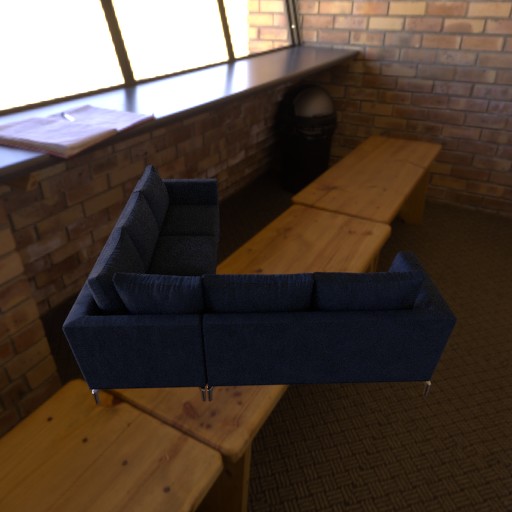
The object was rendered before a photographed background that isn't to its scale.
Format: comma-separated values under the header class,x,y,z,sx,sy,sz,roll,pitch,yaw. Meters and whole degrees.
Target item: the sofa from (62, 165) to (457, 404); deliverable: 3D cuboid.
class,x,y,z,sx,sy,sz,roll,pitch,yaw
sofa,0.000,0.000,3.934,2.472,0.988,2.463,-1,31,-2
